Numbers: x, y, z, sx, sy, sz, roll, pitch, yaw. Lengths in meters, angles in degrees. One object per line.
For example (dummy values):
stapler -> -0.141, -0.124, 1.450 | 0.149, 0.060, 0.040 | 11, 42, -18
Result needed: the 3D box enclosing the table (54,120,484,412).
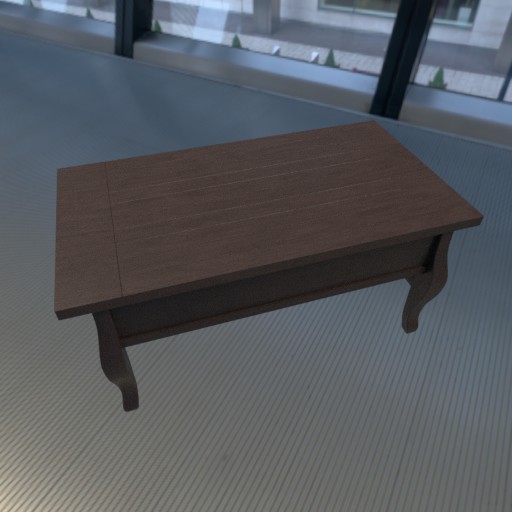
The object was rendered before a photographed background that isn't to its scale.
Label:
table -> 0.000, 0.000, 1.407 | 1.062, 0.494, 0.600 | -12, 44, -13
